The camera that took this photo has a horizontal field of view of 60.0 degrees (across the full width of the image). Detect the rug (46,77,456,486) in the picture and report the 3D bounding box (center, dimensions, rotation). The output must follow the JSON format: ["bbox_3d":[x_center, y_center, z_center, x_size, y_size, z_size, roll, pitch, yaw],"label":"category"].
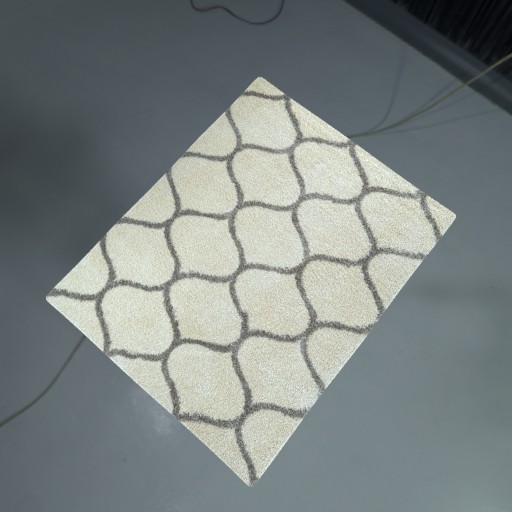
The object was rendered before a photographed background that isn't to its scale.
[{"bbox_3d":[0.000,0.000,4.040,2.399,0.026,3.000,39,78,10],"label":"rug"}]
